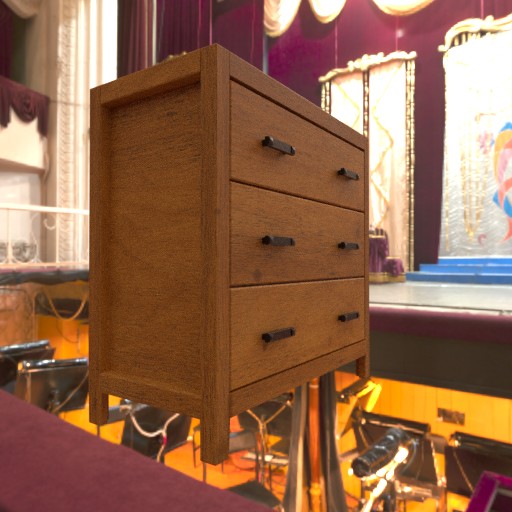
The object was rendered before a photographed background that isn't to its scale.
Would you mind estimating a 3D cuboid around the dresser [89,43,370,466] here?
[{"bbox_3d":[0.000,0.000,1.275,0.427,0.804,0.804,0,-1,35],"label":"dresser"}]
